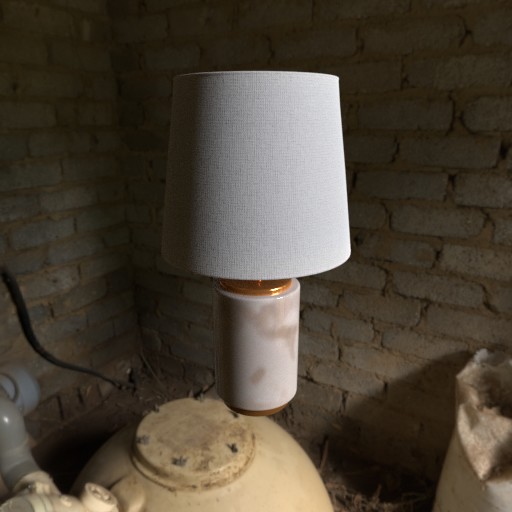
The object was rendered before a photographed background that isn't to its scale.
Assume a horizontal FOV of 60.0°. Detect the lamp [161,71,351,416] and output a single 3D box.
[{"bbox_3d":[0.000,0.000,0.456,0.189,0.340,0.189,0,18,0],"label":"lamp"}]
